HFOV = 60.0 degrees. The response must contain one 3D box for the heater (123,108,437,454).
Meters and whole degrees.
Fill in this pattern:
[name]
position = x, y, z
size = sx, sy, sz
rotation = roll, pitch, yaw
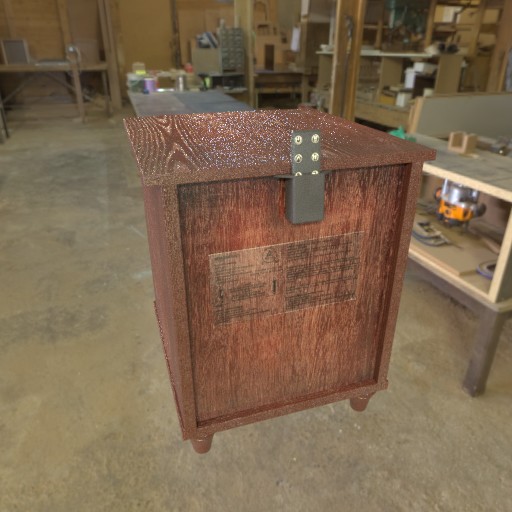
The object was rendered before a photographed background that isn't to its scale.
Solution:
[heater]
position = 0.000, 0.000, 0.749
size = 0.362, 0.481, 0.400
rotation = -8, 28, -16
